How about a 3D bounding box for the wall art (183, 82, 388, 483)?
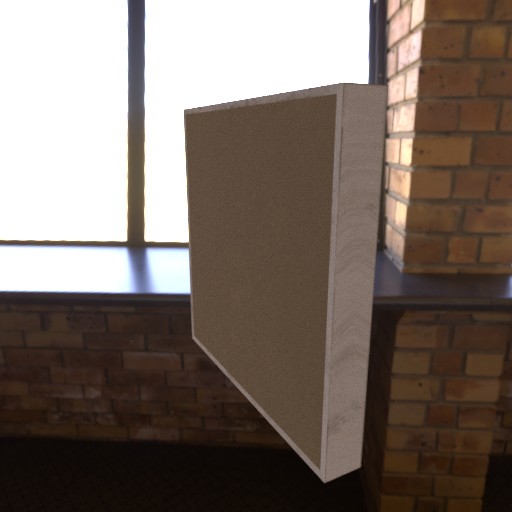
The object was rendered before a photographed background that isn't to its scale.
[{"bbox_3d":[0.000,0.000,0.457,0.038,0.303,0.305,-8,17,-27],"label":"wall art"}]
